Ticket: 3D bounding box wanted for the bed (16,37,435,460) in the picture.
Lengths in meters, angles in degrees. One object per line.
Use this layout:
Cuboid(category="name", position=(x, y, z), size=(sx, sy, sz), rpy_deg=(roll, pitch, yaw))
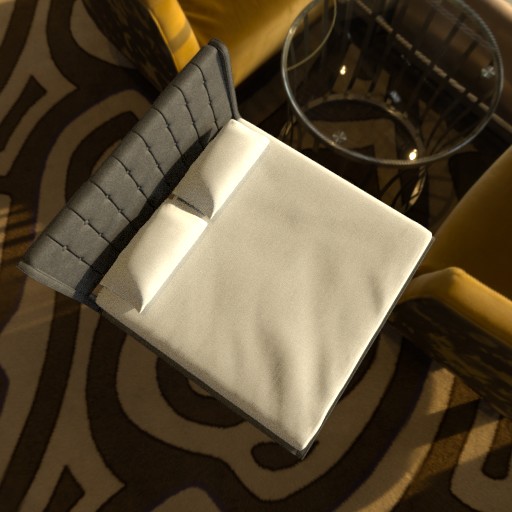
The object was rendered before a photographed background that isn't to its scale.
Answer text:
Cuboid(category="bed", position=(0.000, 0.000, 2.504), size=(1.638, 0.933, 1.531), rpy_deg=(33, 77, 9))
